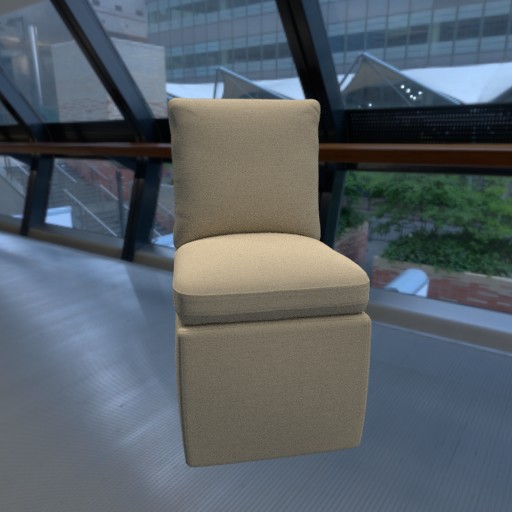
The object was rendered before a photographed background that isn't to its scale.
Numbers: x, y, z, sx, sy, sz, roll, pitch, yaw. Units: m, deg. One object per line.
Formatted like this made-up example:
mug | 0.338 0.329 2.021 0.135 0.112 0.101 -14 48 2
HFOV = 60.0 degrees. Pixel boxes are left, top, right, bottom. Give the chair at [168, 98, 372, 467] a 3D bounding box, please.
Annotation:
chair | 0.000 0.000 1.346 0.503 0.927 0.698 -3 16 -9
